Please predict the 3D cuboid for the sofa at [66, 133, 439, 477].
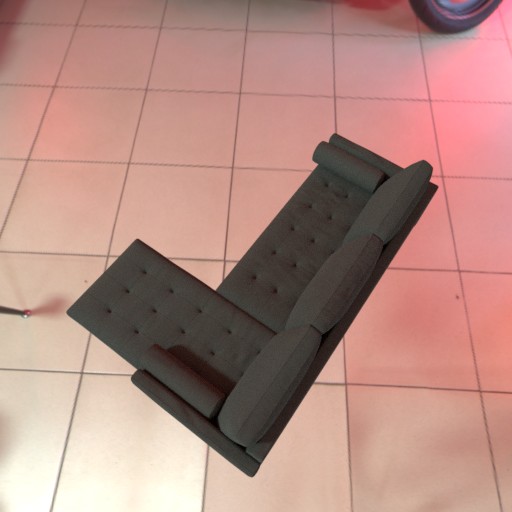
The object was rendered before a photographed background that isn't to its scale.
[{"bbox_3d":[0.000,0.000,2.931,1.506,0.876,2.178,32,67,15],"label":"sofa"}]
